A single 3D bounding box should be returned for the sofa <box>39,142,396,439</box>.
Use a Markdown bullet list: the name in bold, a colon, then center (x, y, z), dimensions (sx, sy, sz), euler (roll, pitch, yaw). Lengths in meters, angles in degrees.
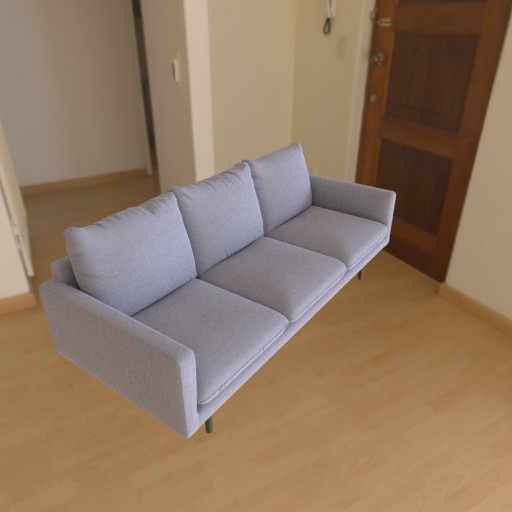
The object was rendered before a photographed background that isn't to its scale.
- **sofa**: center (0.000, 0.000, 2.439), dimensions (0.850, 0.830, 2.000), euler (19, 34, 31)
